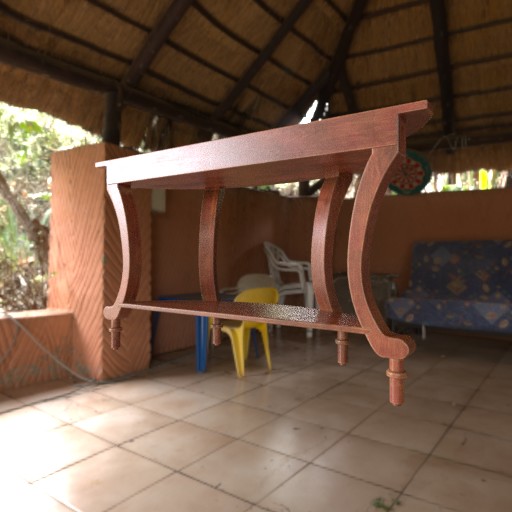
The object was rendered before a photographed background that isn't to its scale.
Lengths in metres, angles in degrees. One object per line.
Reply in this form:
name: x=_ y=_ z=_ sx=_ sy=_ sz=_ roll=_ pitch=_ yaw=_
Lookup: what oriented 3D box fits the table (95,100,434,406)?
table: x=0.000 y=0.000 z=1.486 sx=1.198 sy=0.699 sz=0.394 roll=0 pitch=1 yaw=35
